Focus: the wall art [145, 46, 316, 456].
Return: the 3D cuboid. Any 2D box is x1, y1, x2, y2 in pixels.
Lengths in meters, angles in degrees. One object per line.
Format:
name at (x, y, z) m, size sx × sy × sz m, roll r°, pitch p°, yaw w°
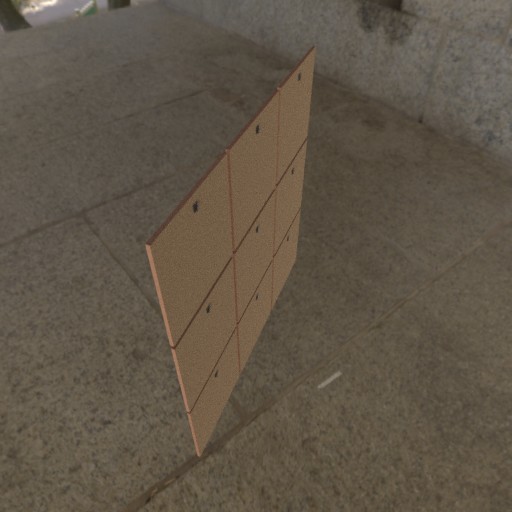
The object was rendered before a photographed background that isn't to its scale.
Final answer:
wall art at (0.000, 0.000, 1.792) m, size 0.019 × 1.218 × 1.221 m, roll 16°, pitch 48°, yaw 15°
